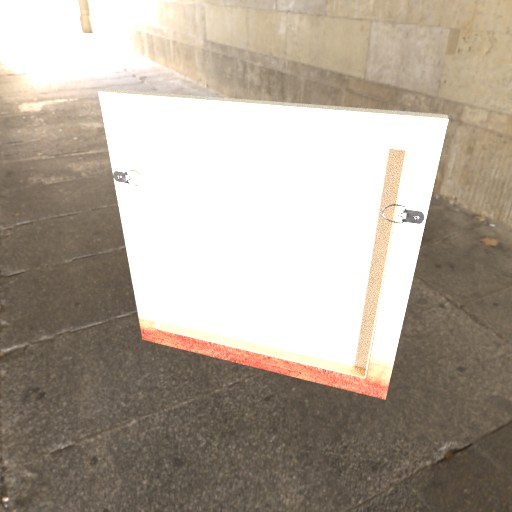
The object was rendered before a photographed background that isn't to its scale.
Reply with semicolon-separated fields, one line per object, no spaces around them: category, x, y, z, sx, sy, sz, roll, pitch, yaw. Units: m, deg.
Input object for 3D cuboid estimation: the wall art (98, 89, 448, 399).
wall art;0.000;0.000;1.132;0.760;0.760;0.042;10;33;16
